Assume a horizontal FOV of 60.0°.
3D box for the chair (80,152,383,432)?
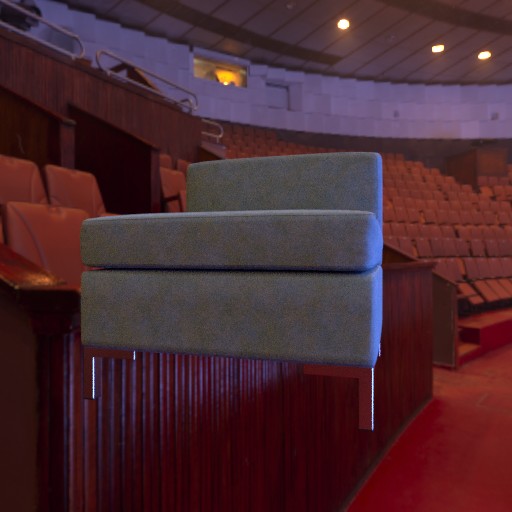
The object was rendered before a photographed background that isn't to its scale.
[{"bbox_3d":[0.000,0.000,1.234,0.684,0.660,0.685,0,1,17],"label":"chair"}]
